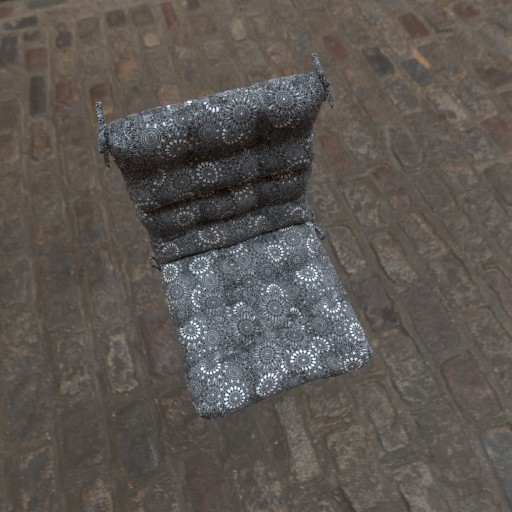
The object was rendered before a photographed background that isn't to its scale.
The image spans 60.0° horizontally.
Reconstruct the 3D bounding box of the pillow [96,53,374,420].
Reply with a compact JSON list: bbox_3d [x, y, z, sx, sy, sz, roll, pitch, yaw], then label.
[{"bbox_3d":[0.000,0.000,1.034,0.519,0.605,0.571,-17,65,-8],"label":"pillow"}]
